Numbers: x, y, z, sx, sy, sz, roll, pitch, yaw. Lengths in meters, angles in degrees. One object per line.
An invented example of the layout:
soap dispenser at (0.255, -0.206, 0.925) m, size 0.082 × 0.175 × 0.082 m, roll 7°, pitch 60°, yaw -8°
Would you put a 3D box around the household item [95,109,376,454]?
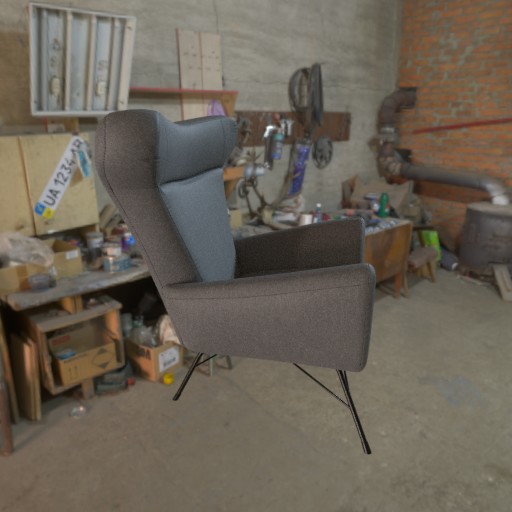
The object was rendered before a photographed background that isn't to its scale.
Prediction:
household item at (0.000, 0.000, 1.702) m, size 0.900 × 1.050 × 0.980 m, roll 3°, pitch 17°, yaw 11°
